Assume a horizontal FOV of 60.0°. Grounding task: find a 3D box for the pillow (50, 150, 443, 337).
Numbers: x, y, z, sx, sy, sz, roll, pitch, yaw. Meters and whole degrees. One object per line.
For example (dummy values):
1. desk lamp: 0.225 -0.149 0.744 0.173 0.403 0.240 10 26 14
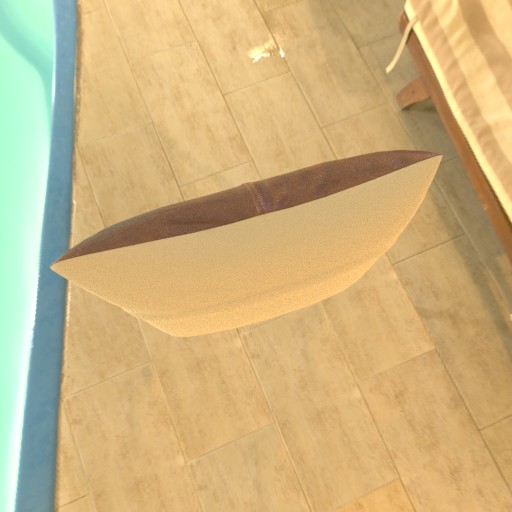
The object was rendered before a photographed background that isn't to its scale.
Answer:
1. pillow: 0.000 0.000 0.728 0.484 0.470 0.192 -16 75 -5
